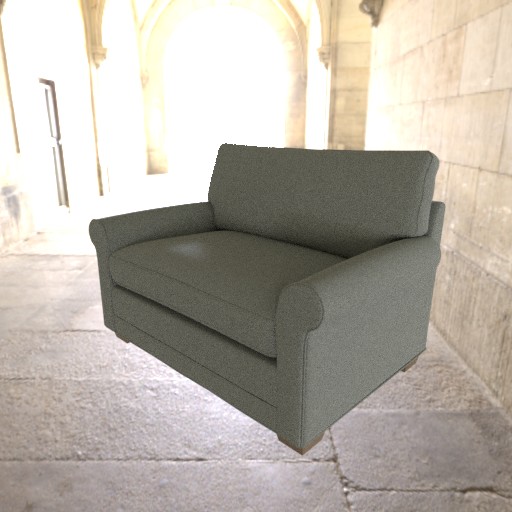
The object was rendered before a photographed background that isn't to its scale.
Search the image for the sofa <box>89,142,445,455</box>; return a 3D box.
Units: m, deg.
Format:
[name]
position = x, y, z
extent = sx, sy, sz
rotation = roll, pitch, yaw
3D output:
[sofa]
position = 0.000, 0.000, 2.014
extent = 1.410, 0.953, 0.940
rotation = 16, 23, 42
